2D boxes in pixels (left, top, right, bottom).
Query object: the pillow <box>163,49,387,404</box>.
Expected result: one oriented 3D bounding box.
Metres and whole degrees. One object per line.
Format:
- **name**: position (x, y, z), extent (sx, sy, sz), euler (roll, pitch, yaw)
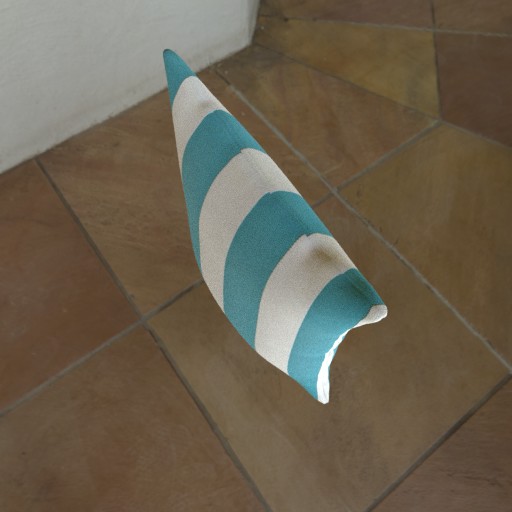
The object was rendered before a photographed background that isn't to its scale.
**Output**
- **pillow**: position (0.000, 0.000, 0.815), extent (0.189, 0.526, 0.536), euler (-31, 67, -15)
